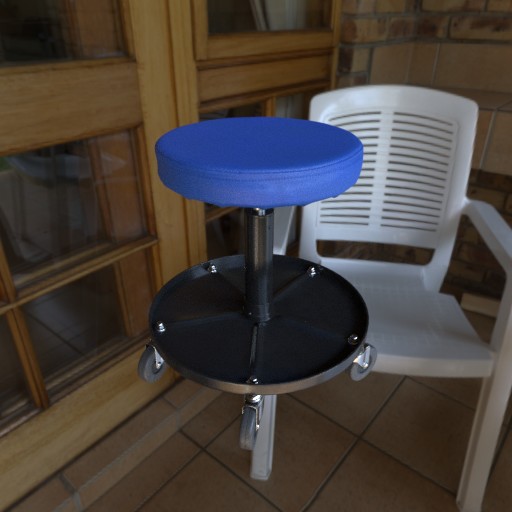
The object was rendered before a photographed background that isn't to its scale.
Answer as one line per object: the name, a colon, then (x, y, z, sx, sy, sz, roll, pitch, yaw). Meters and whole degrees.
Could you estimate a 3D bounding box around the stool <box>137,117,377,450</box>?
stool: (0.000, 0.000, 0.679, 0.382, 0.365, 0.381, 18, 34, 29)
